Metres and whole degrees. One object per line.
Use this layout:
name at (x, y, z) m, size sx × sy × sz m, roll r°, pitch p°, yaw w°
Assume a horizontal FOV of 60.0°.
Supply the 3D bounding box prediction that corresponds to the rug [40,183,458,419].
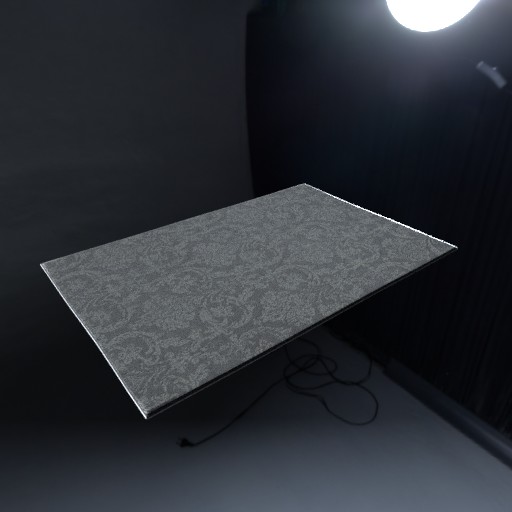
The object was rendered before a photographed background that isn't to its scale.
rug at (0.000, 0.000, 3.480) m, size 2.746 × 0.018 × 1.819 m, roll -21°, pitch 36°, yaw -32°
